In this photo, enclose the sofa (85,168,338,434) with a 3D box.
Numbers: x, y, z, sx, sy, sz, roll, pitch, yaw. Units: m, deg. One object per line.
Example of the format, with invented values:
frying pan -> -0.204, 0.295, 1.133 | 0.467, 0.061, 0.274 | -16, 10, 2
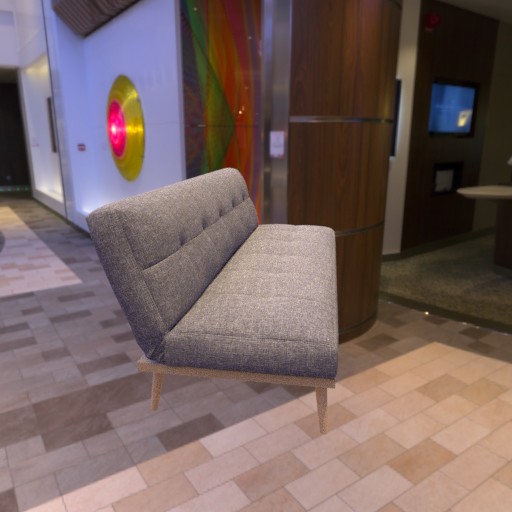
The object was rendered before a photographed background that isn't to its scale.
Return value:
sofa -> 0.000, 0.000, 2.268 | 0.820, 0.770, 1.820 | 2, 15, 9
